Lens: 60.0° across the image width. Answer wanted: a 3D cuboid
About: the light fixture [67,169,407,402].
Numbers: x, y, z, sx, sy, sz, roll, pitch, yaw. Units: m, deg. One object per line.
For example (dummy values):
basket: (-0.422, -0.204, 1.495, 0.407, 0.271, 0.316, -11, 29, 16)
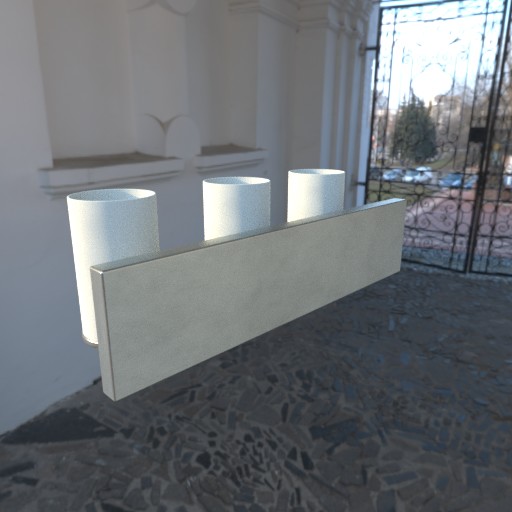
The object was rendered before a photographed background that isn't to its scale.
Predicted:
light fixture: (0.000, 0.000, 0.524, 0.145, 0.172, 0.451, 15, 22, 42)
